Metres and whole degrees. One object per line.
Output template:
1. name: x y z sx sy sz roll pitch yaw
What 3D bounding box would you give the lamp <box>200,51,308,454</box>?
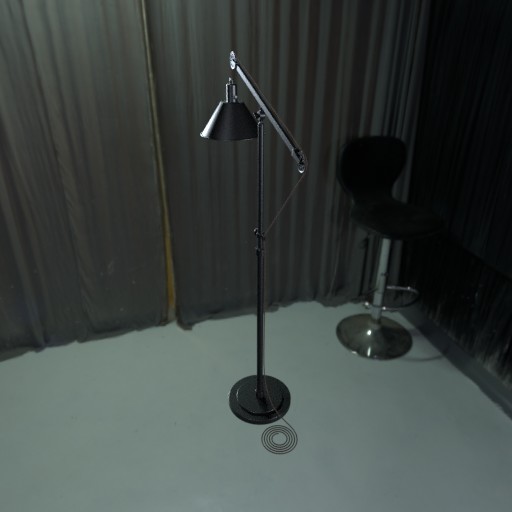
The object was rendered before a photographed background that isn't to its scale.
1. lamp: 0.000 0.000 1.963 0.319 1.626 0.904 -9 29 -18
